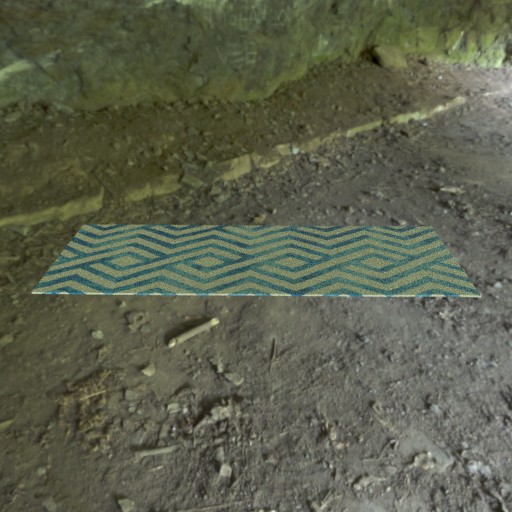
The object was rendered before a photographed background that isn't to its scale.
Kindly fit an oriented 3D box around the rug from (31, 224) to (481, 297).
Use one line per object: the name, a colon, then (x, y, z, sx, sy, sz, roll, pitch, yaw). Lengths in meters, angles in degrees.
rug: (0.000, 0.000, 1.681, 1.492, 0.007, 0.503, 0, 31, 1)
